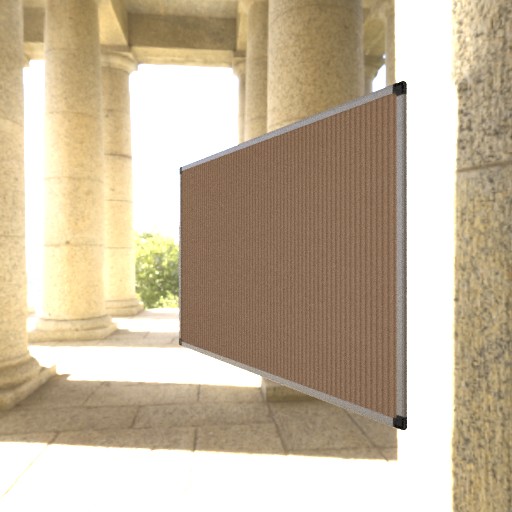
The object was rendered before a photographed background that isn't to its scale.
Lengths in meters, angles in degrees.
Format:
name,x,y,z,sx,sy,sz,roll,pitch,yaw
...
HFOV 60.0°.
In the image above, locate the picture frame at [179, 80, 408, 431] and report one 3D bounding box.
name,x,y,z,sx,sy,sz,roll,pitch,yaw
picture frame,0.000,0.000,1.123,0.010,0.600,0.900,0,0,-35
